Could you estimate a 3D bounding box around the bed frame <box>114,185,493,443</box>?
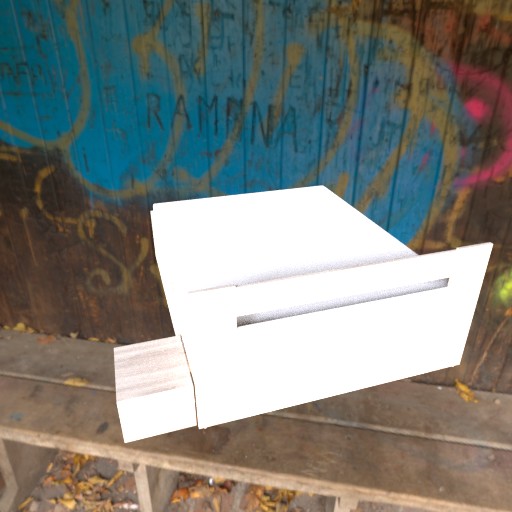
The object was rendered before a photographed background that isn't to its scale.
[{"bbox_3d":[0.000,0.000,3.188,2.040,0.860,2.050,-8,29,-15],"label":"bed frame"}]
